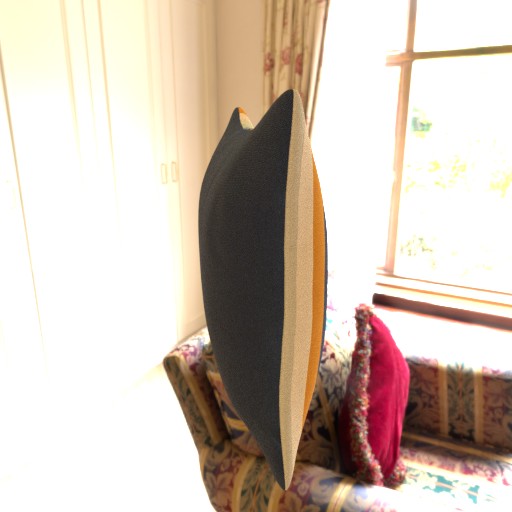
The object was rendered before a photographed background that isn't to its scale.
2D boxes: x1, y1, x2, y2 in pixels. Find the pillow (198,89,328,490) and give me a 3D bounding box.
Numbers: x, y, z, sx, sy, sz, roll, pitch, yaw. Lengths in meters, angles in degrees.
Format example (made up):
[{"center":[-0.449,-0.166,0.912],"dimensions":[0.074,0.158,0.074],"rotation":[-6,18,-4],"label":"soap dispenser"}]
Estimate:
[{"center":[0.000,0.000,0.686],"dimensions":[0.173,0.454,0.463],"rotation":[-2,16,-8],"label":"pillow"}]
